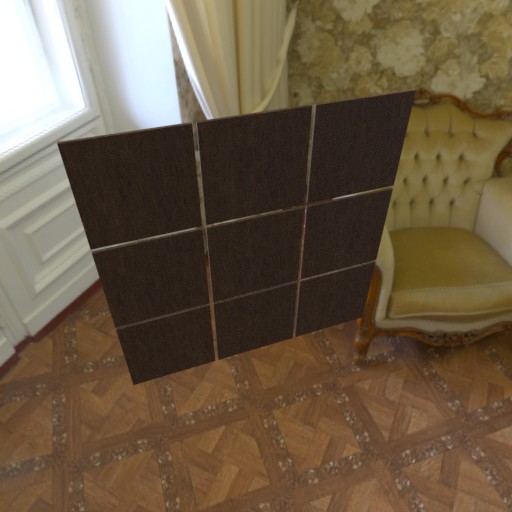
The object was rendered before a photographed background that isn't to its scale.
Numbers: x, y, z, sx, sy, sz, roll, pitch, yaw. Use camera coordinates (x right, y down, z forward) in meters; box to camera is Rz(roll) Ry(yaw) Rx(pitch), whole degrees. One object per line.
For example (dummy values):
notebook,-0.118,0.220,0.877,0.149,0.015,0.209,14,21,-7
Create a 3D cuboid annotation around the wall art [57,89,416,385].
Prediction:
wall art,0.000,0.000,2.292,1.527,1.525,0.014,-13,42,-15
